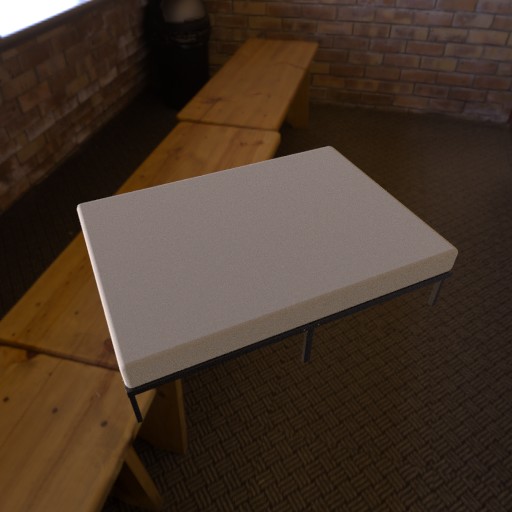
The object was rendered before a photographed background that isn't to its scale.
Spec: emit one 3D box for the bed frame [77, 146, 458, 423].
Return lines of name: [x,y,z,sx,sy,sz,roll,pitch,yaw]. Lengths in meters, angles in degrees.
bed frame: [0.000,0.000,3.870,2.842,0.680,2.205,-12,43,-13]
